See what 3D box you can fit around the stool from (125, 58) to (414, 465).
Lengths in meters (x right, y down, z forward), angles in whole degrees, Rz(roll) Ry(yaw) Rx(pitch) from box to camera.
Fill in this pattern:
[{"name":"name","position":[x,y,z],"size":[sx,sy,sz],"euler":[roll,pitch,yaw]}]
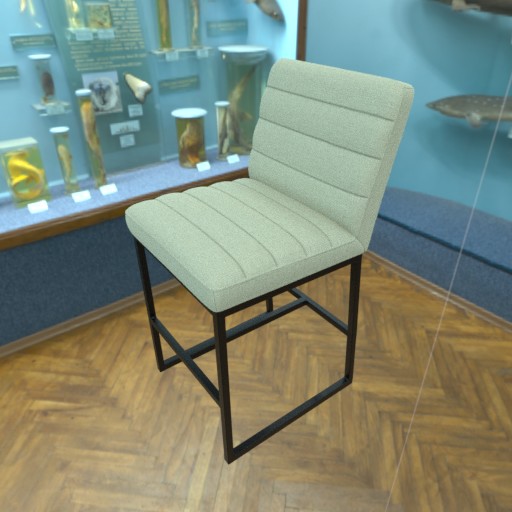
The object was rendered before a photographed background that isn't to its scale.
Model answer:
[{"name":"stool","position":[0.000,0.000,1.238],"size":[0.560,0.940,0.460],"euler":[-22,38,-30]}]
